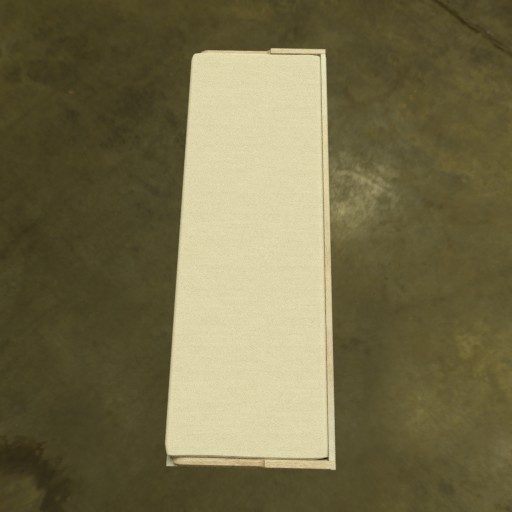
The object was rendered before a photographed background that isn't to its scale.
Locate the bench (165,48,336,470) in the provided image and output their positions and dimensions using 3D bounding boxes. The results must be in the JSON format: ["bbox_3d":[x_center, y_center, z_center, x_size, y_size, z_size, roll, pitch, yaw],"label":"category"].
[{"bbox_3d":[0.000,0.000,1.385,0.398,0.501,1.140,1,75,0],"label":"bench"}]
